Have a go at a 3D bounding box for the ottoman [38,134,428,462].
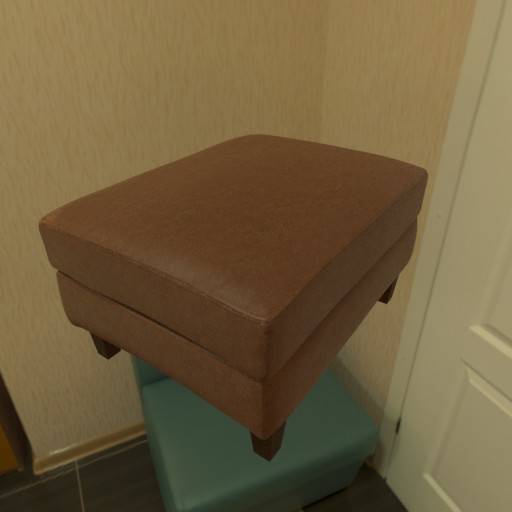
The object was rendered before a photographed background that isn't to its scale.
[{"bbox_3d":[0.000,0.000,1.218,0.650,0.485,0.851,20,36,30],"label":"ottoman"}]
